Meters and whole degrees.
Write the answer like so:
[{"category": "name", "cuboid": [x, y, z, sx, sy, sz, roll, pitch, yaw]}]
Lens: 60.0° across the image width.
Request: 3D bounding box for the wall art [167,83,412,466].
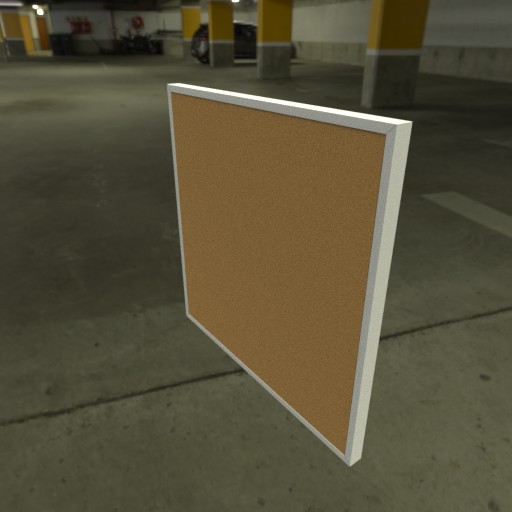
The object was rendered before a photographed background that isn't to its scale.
[{"category": "wall art", "cuboid": [0.000, 0.000, 1.125, 0.038, 0.762, 0.762, -19, 32, -33]}]
